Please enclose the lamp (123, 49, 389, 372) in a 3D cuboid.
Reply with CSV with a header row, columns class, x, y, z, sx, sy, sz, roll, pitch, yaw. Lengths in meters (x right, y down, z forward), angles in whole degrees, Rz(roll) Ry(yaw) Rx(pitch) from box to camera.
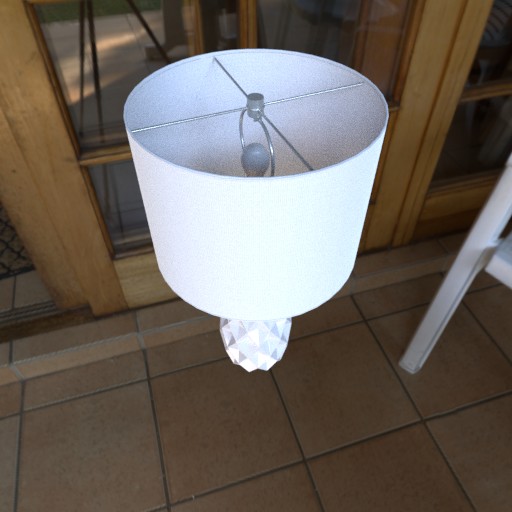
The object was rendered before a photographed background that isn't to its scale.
class,x,y,z,sx,sy,sz,roll,pitch,yaw
lamp,0.000,0.000,0.691,0.297,0.522,0.297,0,46,0
